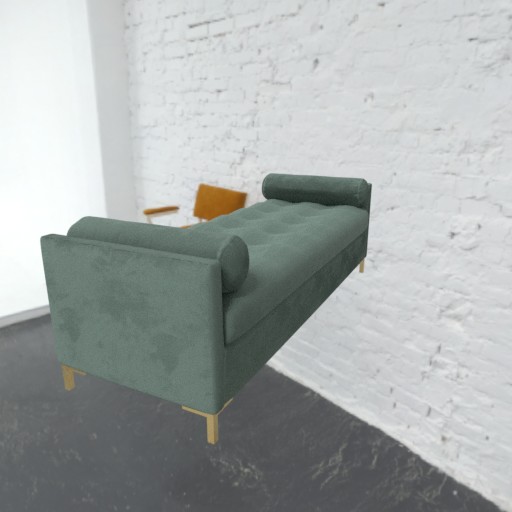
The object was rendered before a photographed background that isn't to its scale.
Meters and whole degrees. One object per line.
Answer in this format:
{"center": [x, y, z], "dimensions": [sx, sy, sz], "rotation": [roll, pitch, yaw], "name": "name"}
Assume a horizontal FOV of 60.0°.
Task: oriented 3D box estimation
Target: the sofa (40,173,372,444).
{"center": [0.000, 0.000, 2.458], "dimensions": [0.796, 0.705, 2.102], "rotation": [9, 19, 26], "name": "sofa"}
